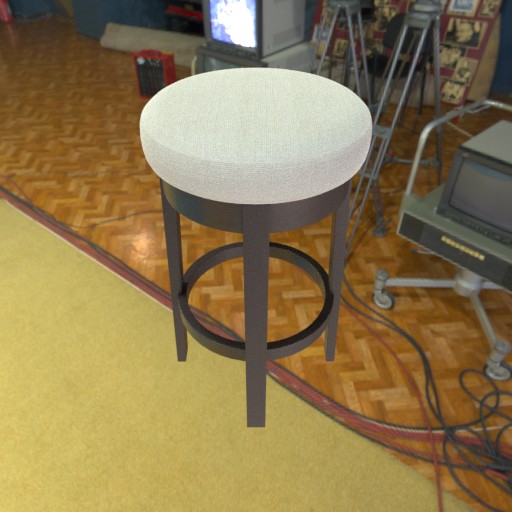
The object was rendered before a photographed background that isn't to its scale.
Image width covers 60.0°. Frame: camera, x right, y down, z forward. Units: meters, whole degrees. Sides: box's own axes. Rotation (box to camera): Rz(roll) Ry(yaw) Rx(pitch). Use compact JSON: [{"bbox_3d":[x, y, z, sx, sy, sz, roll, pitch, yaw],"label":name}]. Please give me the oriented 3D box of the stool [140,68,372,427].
[{"bbox_3d":[0.000,0.000,1.043,0.446,0.758,0.446,0,40,0],"label":"stool"}]
